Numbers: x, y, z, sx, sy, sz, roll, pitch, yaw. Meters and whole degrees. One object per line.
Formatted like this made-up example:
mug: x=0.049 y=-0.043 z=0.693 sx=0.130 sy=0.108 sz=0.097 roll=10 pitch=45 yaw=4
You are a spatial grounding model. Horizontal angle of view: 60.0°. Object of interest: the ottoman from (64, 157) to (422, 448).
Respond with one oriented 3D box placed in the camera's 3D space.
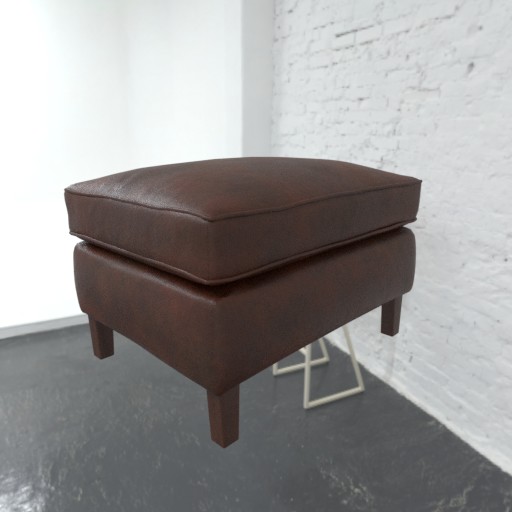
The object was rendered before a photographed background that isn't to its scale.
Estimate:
ottoman: x=0.000 y=0.000 z=0.997 sx=0.501 sy=0.432 sz=0.665 roll=15 pitch=22 yaw=42
